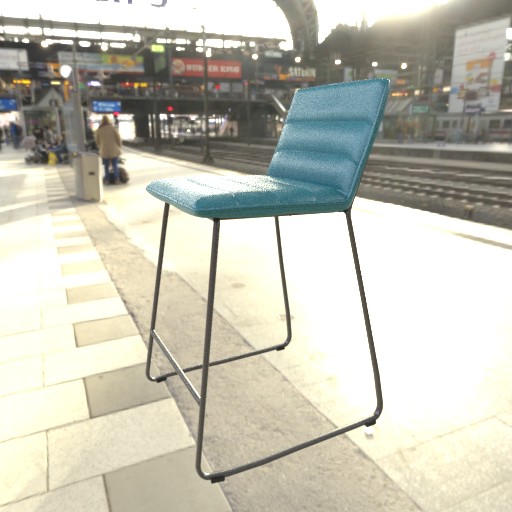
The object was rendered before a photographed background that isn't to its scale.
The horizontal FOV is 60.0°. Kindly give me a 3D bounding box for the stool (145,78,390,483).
[{"bbox_3d":[0.000,0.000,1.160,0.524,0.866,0.489,-8,18,-26],"label":"stool"}]
